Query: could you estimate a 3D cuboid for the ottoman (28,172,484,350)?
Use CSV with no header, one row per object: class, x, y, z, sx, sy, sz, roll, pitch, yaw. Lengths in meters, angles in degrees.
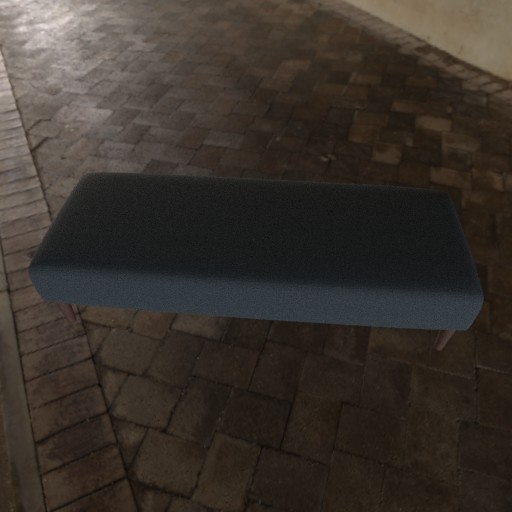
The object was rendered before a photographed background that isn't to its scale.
ottoman,0.000,0.000,1.860,1.609,0.393,0.646,4,46,3
